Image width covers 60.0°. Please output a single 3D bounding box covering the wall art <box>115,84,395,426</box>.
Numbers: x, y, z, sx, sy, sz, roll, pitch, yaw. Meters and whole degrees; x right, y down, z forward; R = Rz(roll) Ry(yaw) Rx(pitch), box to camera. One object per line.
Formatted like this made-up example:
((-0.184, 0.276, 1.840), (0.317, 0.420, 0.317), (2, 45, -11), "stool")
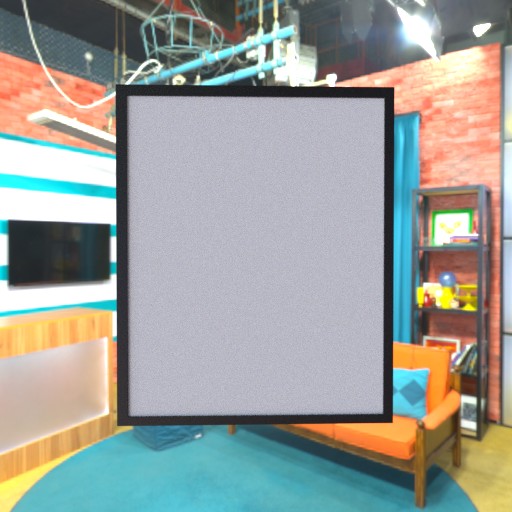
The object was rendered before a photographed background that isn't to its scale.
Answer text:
((0.000, 0.000, 0.528), (0.325, 0.397, 0.018), (0, 1, -2), "wall art")
